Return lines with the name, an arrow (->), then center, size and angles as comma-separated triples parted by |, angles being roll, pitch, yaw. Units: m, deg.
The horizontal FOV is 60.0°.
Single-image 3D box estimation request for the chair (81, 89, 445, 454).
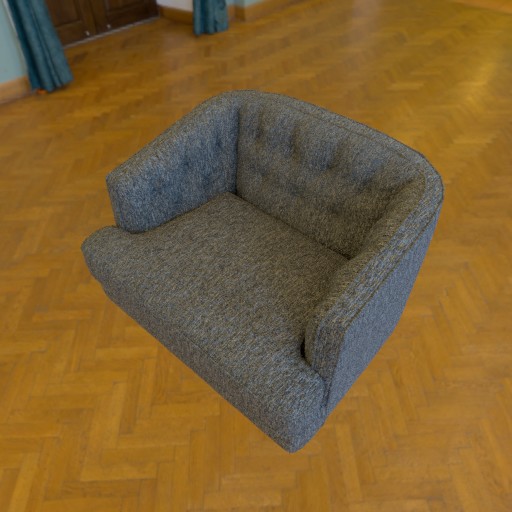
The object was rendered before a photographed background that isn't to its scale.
chair -> 0.000, 0.000, 1.745 | 1.104, 0.852, 0.941 | 32, 54, 27
